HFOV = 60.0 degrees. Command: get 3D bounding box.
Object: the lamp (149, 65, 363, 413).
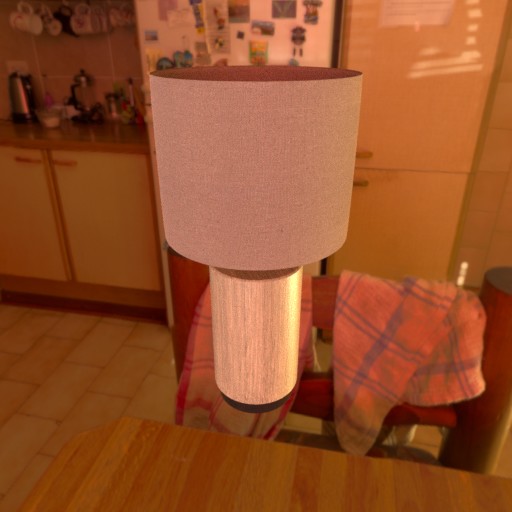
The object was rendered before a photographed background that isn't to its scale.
[{"bbox_3d":[0.000,0.000,0.578,0.228,0.444,0.228,-8,28,-16],"label":"lamp"}]
